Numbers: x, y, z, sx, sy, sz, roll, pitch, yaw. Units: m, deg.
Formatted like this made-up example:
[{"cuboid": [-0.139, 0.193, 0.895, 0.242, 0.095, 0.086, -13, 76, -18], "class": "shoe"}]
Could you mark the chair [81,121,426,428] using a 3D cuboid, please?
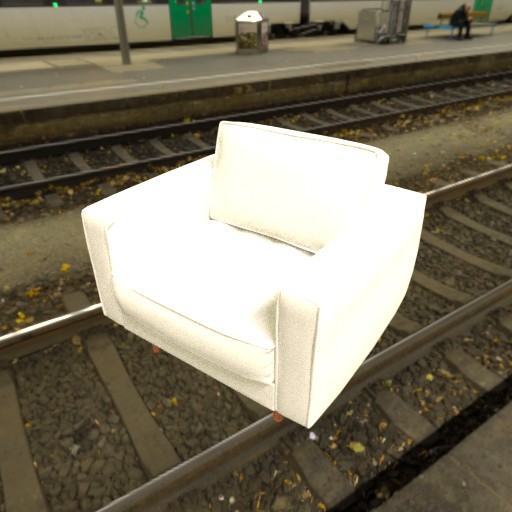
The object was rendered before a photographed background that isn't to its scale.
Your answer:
[{"cuboid": [0.000, 0.000, 1.566, 0.928, 0.773, 0.843, 20, 36, 30], "class": "chair"}]
